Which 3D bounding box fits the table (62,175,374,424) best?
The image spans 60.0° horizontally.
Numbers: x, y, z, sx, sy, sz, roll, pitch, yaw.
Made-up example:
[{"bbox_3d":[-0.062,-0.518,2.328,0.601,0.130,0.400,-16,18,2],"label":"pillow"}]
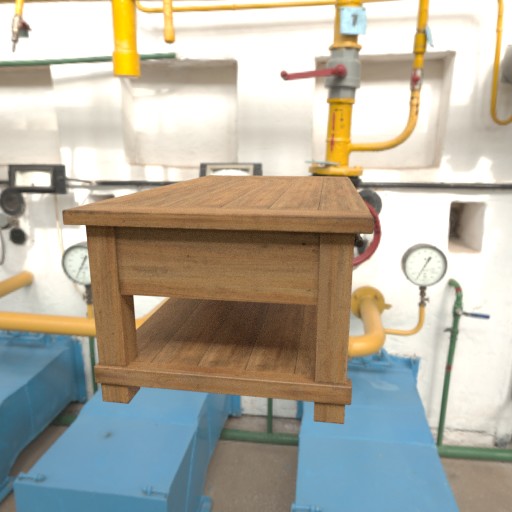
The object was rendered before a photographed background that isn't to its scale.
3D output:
[{"bbox_3d":[0.000,0.000,1.603,0.693,0.494,1.270,2,14,9],"label":"table"}]
